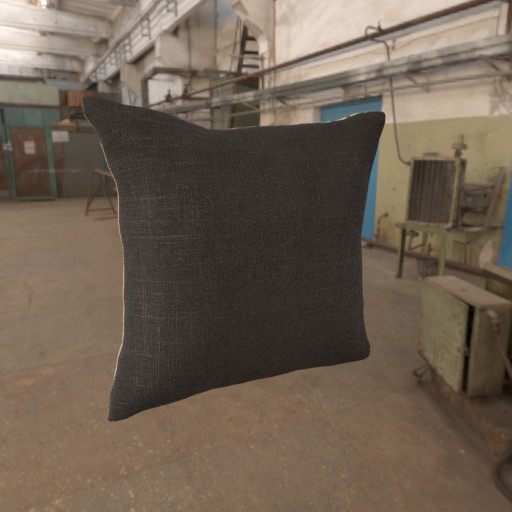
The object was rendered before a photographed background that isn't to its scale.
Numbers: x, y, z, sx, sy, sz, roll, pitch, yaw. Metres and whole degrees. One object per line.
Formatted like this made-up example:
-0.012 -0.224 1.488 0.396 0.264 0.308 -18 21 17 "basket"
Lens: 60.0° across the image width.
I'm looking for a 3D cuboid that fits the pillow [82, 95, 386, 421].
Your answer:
0.000 0.000 0.679 0.468 0.444 0.138 -6 15 -24 "pillow"
